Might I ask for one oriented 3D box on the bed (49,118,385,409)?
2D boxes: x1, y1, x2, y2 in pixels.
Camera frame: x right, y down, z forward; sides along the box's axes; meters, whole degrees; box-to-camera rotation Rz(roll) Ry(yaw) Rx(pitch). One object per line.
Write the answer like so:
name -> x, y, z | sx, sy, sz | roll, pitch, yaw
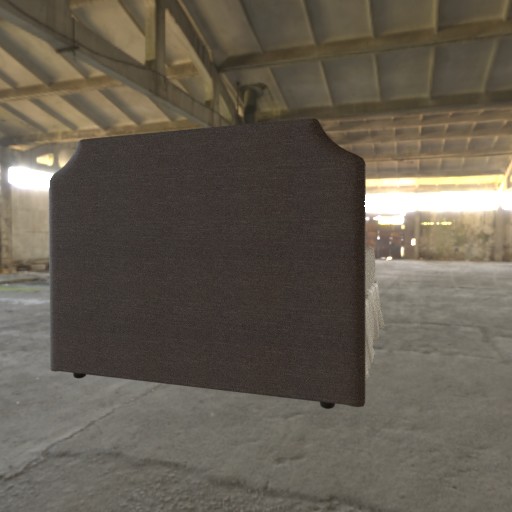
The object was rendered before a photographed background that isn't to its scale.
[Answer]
bed -> 0.000, 0.000, 3.137 | 1.693, 1.290, 2.116 | 1, 2, 19
